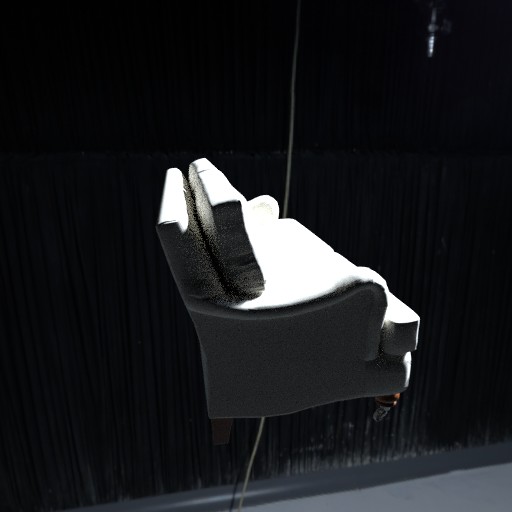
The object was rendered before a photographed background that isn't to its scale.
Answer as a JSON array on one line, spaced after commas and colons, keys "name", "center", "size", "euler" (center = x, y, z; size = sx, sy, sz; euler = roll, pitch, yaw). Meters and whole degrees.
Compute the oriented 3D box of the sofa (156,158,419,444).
[{"name": "sofa", "center": [0.000, 0.000, 2.753], "size": [1.086, 1.087, 2.159], "euler": [-3, 16, -10]}]
